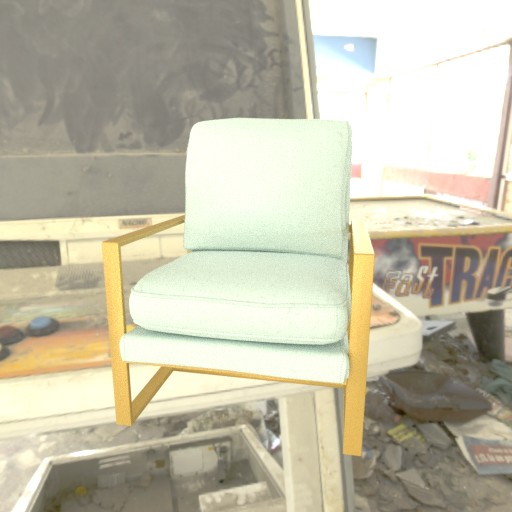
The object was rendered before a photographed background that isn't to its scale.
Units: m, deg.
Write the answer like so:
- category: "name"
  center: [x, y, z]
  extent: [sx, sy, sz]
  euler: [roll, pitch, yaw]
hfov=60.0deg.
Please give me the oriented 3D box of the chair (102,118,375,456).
- category: "chair"
  center: [0.000, 0.000, 1.561]
  extent: [0.758, 0.956, 0.813]
  euler: [3, 15, 11]
